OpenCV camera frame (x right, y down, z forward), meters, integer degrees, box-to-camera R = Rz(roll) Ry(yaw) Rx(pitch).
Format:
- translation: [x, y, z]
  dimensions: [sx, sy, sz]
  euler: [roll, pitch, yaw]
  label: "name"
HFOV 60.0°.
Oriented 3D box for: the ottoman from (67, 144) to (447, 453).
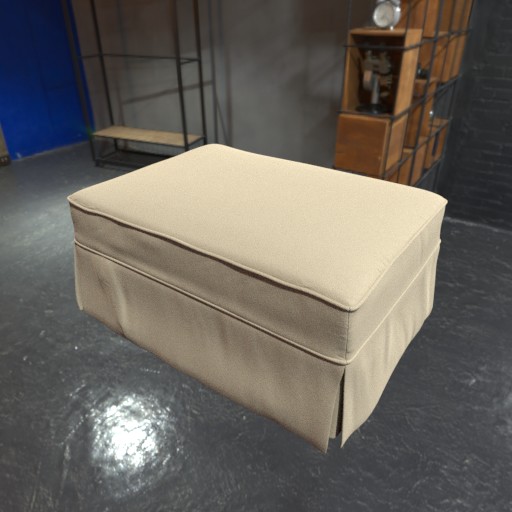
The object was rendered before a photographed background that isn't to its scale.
- translation: [0.000, 0.000, 1.353]
  dimensions: [0.959, 0.482, 0.721]
  euler: [20, 36, 30]
  label: "ottoman"
